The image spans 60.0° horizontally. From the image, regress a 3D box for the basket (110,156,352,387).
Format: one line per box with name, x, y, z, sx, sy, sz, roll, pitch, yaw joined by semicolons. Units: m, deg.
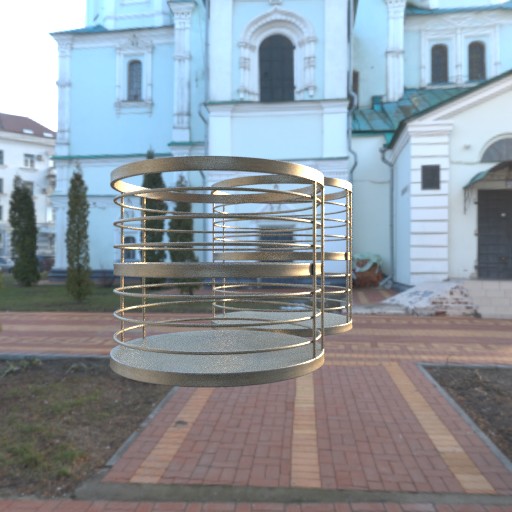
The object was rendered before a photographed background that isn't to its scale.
basket;0.000;0.000;0.944;0.356;0.351;0.746;0;0;19
